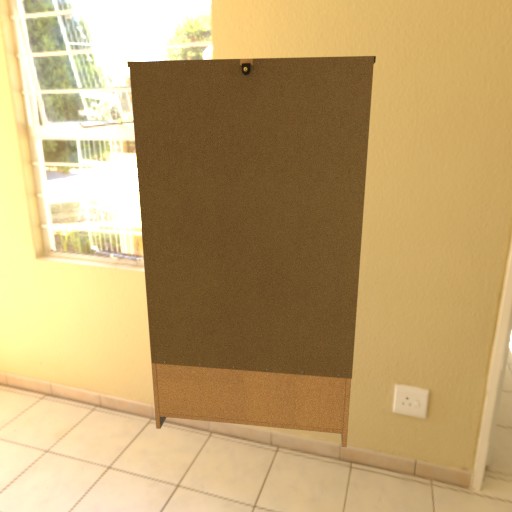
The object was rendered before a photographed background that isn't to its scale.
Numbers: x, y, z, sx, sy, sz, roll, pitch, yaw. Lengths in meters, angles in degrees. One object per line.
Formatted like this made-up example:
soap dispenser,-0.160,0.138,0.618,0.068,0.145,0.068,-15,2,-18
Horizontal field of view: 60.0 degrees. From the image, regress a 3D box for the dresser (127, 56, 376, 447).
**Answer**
dresser,0.000,0.000,1.586,0.704,1.254,0.418,2,16,8
